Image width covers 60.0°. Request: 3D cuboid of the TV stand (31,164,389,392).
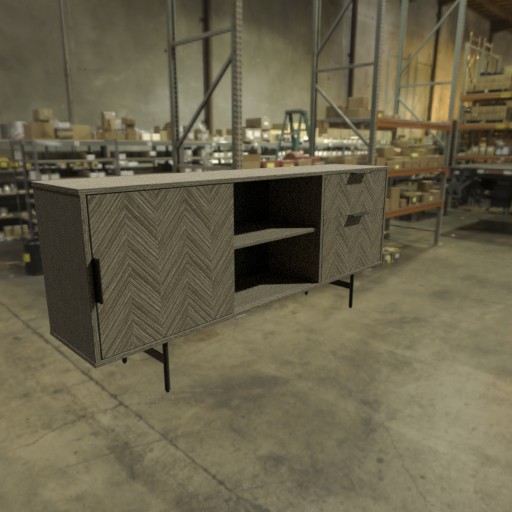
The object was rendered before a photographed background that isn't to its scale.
[{"bbox_3d":[0.000,0.000,2.114,0.405,0.787,1.804,14,20,43],"label":"TV stand"}]
